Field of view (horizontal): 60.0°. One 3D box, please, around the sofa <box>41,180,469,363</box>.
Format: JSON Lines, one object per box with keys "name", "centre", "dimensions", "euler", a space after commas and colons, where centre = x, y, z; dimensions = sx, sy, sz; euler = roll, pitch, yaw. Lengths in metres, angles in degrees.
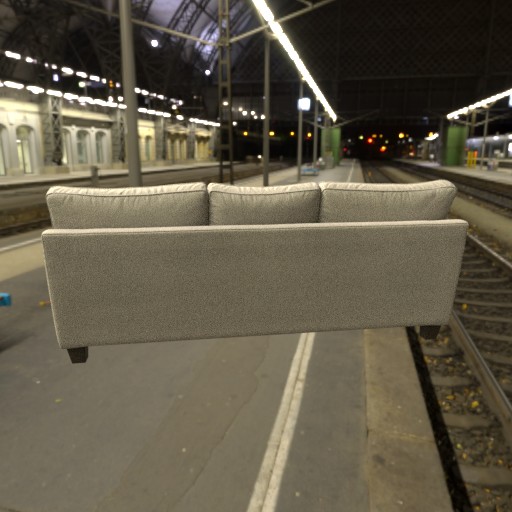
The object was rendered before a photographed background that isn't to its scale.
{"name": "sofa", "centre": [0.000, 0.000, 2.876], "dimensions": [2.323, 0.991, 1.016], "euler": [-2, 13, -9]}
